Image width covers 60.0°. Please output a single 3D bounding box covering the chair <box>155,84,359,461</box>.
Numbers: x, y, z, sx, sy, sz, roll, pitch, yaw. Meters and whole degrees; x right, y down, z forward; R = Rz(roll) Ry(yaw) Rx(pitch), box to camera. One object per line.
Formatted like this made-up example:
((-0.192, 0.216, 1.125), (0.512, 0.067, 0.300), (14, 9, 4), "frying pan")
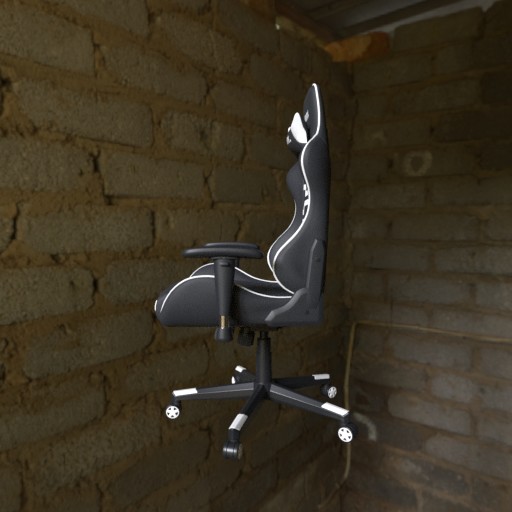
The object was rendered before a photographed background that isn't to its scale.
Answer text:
((0.000, 0.000, 1.673), (0.700, 1.240, 0.700), (0, 3, -1), "chair")
